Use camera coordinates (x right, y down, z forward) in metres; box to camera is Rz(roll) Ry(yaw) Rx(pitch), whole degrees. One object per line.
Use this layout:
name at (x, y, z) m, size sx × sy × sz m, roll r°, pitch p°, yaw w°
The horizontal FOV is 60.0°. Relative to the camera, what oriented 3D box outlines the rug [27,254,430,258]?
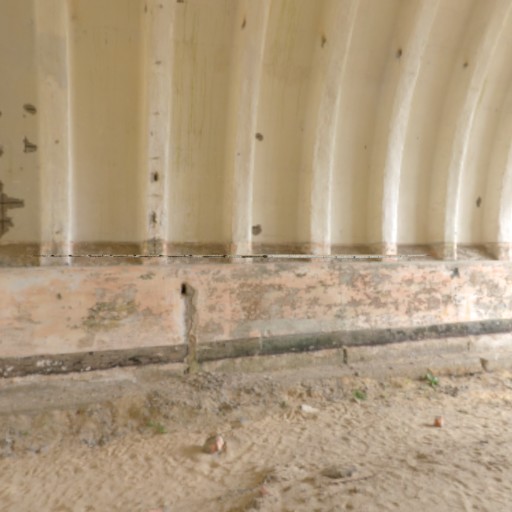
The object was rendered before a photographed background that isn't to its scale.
rug at (0.000, 0.000, 4.225) m, size 2.342 × 0.026 × 3.221 m, roll 0°, pitch 0°, yaw 37°
